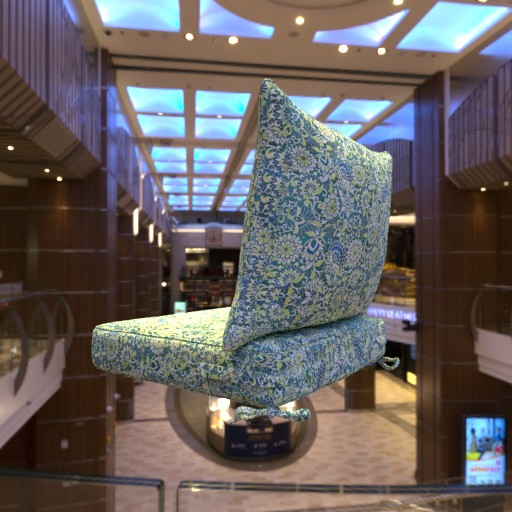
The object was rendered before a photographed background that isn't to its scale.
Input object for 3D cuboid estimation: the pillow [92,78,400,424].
[{"bbox_3d":[0.000,0.000,1.367,0.740,0.722,0.798,-1,-1,36],"label":"pillow"}]
